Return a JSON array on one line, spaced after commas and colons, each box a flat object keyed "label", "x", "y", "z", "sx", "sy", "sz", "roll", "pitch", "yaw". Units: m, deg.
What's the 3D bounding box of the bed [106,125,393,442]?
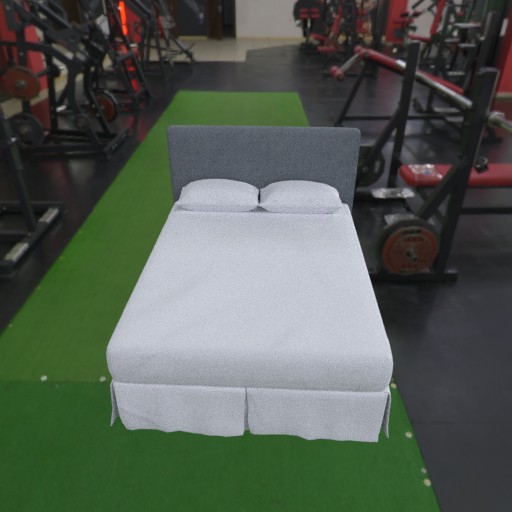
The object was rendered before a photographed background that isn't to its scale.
[{"label": "bed", "x": 0.000, "y": 0.000, "z": 3.251, "sx": 1.713, "sy": 1.330, "sz": 2.142, "roll": 1, "pitch": 32, "yaw": 2}]
